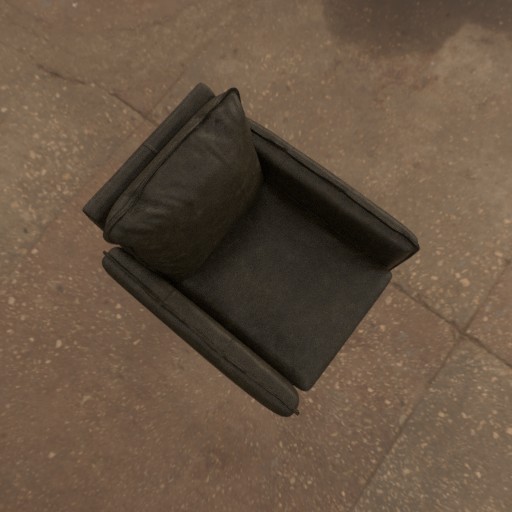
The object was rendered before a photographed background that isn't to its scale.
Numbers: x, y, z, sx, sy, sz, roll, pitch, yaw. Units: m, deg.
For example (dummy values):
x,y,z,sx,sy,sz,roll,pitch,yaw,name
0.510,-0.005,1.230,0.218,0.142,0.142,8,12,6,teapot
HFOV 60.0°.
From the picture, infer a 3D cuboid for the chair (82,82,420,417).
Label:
x,y,z,sx,sy,sz,roll,pitch,yaw,name
0.000,0.000,1.675,0.921,0.921,0.830,38,80,8,chair
